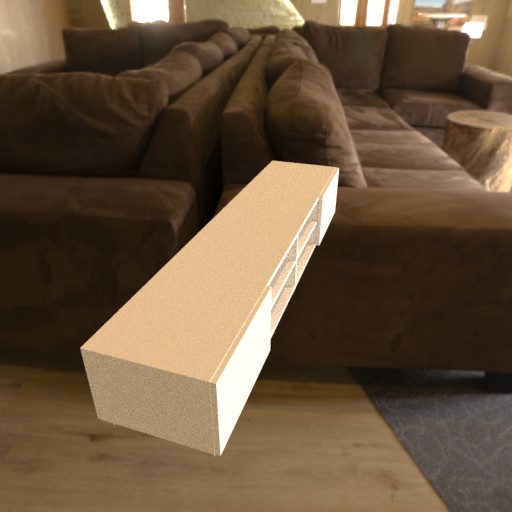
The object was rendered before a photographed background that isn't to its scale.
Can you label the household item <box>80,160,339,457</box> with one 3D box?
[{"bbox_3d":[0.000,0.000,2.038,0.420,0.310,1.850,10,31,16],"label":"household item"}]
